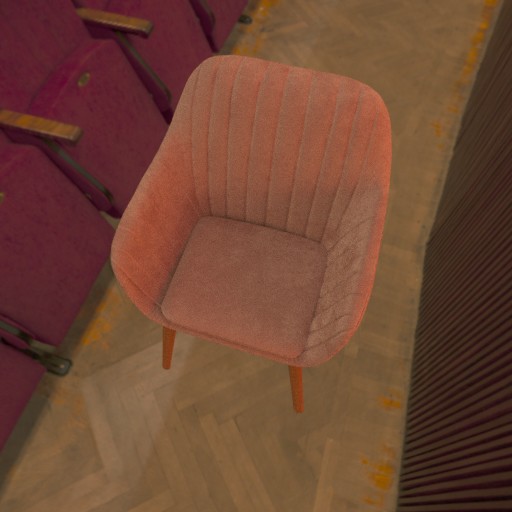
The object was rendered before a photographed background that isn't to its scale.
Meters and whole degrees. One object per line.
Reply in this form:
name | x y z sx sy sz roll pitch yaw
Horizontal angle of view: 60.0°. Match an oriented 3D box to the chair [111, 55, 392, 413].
chair | 0.000 0.000 1.242 0.610 0.832 0.570 15 60 9
